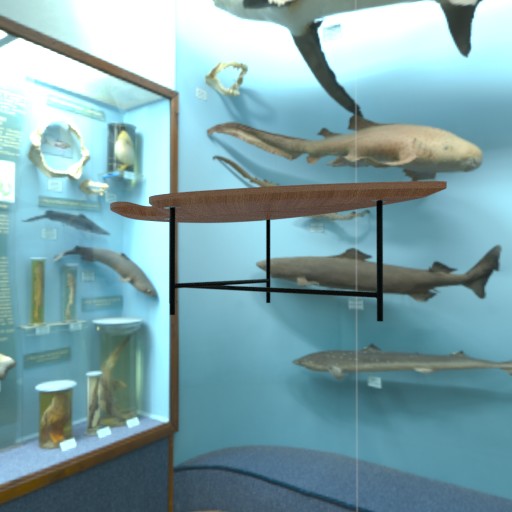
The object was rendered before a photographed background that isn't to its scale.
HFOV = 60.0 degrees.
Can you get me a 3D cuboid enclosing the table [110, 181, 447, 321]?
[{"bbox_3d":[0.000,0.000,1.466,1.199,0.360,0.598,-1,-1,38],"label":"table"}]
